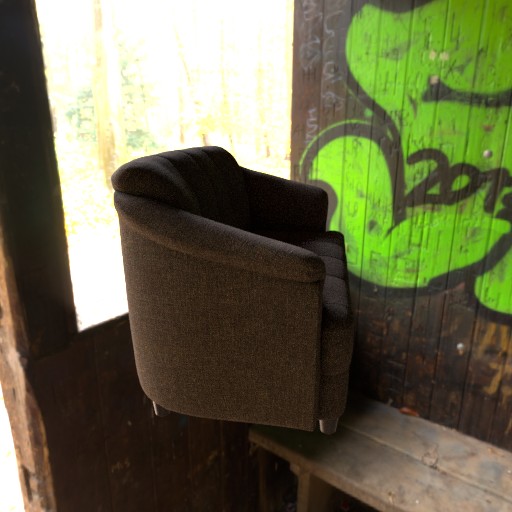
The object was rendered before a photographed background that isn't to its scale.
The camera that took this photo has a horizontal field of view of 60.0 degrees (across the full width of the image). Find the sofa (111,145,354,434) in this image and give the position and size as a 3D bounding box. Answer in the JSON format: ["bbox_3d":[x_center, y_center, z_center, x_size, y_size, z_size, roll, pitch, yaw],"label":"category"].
[{"bbox_3d":[0.000,0.000,1.934,0.799,0.895,1.404,3,17,9],"label":"sofa"}]
